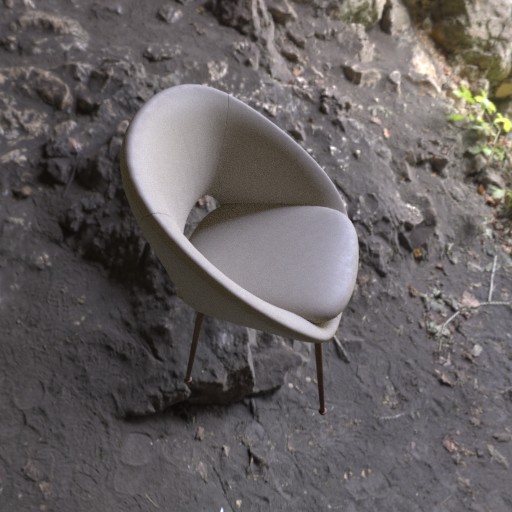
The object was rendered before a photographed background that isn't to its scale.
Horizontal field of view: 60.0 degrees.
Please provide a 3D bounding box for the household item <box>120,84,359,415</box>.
[{"bbox_3d":[0.000,0.000,1.272,0.573,0.852,0.623,10,48,10],"label":"household item"}]
